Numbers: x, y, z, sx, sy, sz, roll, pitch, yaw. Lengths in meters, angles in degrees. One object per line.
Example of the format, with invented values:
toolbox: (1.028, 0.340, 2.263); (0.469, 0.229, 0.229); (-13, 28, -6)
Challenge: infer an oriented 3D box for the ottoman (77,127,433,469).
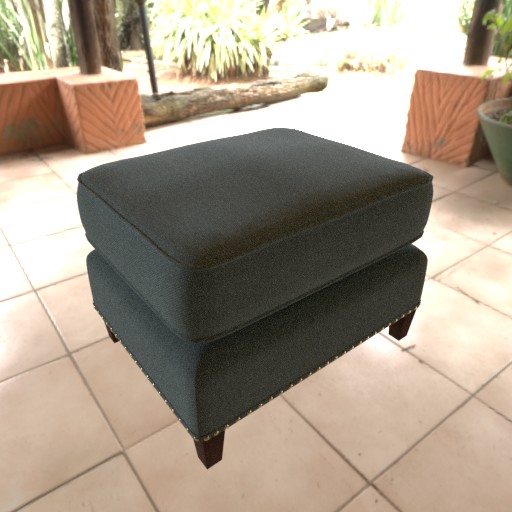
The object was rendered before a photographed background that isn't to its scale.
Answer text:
ottoman: (0.000, 0.000, 1.166); (0.738, 0.537, 0.589); (-22, 37, -32)
